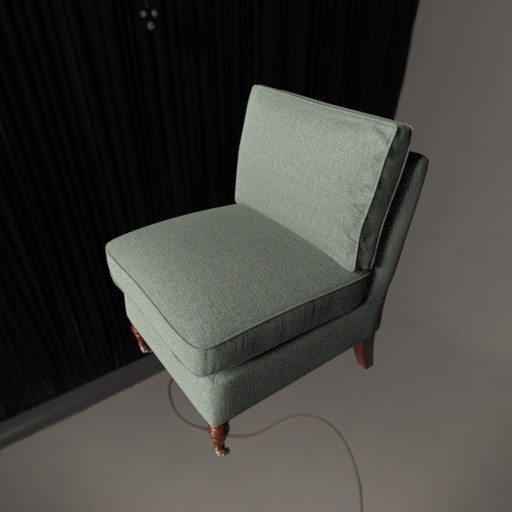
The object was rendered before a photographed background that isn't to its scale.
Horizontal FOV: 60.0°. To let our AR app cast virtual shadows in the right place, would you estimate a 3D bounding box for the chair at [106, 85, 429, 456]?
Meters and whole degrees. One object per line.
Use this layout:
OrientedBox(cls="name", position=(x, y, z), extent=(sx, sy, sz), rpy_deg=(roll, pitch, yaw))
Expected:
OrientedBox(cls="chair", position=(0.000, 0.000, 1.415), extent=(0.796, 0.901, 0.624), rpy_deg=(-22, 38, -30))
